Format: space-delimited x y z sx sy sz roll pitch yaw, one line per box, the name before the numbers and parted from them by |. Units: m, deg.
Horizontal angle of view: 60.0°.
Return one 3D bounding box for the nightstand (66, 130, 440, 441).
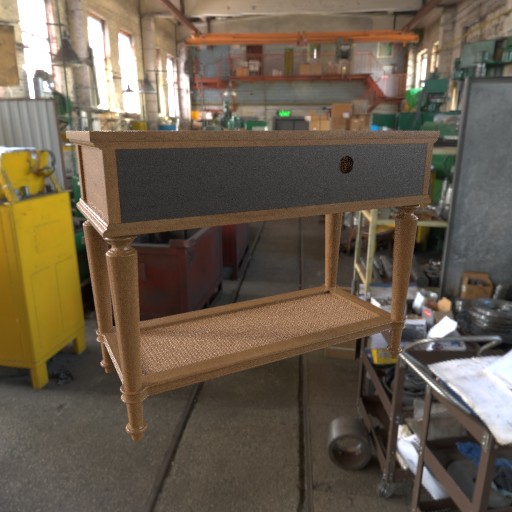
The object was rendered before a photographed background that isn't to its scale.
nightstand | 0.000 0.000 1.288 0.914 0.700 0.432 -8 18 -27
